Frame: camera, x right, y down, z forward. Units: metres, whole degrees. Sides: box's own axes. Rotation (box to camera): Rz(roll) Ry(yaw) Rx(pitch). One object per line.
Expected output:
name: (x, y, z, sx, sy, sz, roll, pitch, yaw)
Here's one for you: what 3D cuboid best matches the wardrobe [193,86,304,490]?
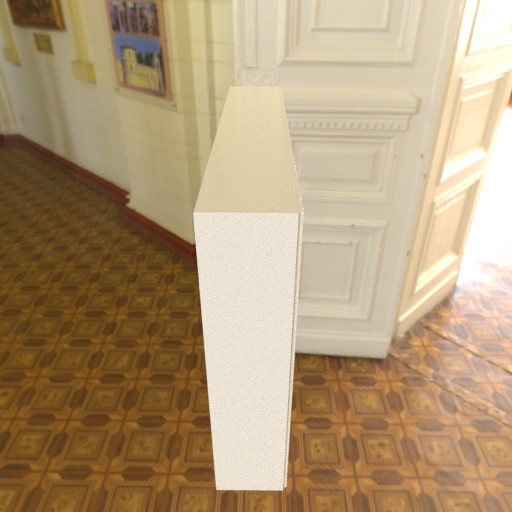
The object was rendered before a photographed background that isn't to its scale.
wardrobe: (0.000, 0.000, 4.044, 0.580, 2.360, 3.000, 0, 32, 0)
